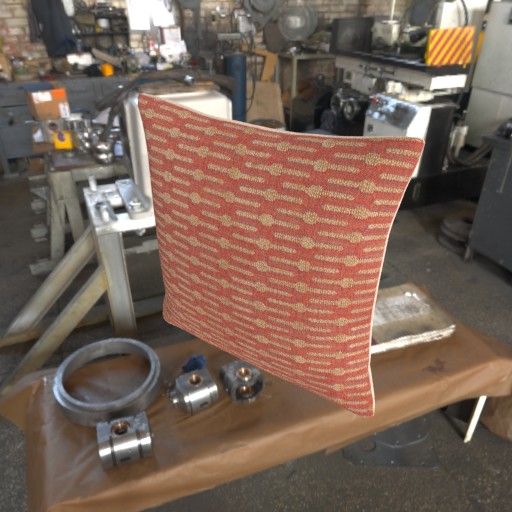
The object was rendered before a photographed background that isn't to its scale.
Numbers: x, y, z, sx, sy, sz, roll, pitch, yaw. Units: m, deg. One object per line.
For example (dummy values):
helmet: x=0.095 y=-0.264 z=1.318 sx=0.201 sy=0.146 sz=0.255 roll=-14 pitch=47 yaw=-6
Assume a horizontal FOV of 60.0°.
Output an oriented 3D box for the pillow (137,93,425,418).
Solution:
pillow: x=0.000 y=0.000 z=0.792 sx=0.511 sy=0.503 sz=0.182 roll=19 pitch=36 yaw=29
